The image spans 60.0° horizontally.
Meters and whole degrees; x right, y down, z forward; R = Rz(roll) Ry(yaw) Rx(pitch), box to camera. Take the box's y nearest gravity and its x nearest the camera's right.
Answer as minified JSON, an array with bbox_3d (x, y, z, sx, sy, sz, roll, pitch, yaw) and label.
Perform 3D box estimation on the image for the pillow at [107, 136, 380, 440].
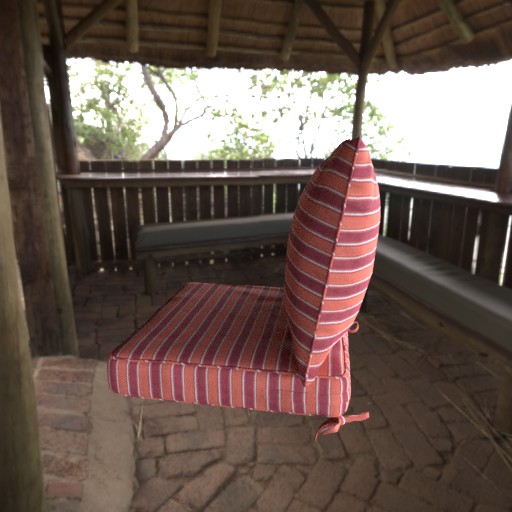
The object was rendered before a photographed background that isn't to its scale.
[{"bbox_3d":[0.000,0.000,1.400,0.733,0.723,0.799,3,15,10],"label":"pillow"}]
